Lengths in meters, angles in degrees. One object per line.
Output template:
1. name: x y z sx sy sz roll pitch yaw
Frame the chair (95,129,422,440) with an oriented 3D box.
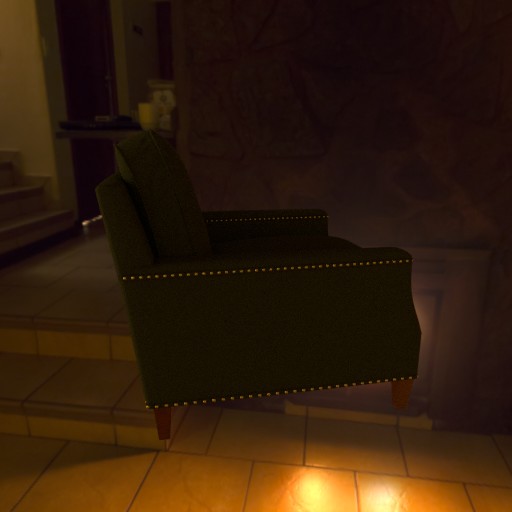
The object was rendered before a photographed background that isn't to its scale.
1. chair: 0.000 0.000 1.718 1.014 0.943 0.853 -3 16 -11
